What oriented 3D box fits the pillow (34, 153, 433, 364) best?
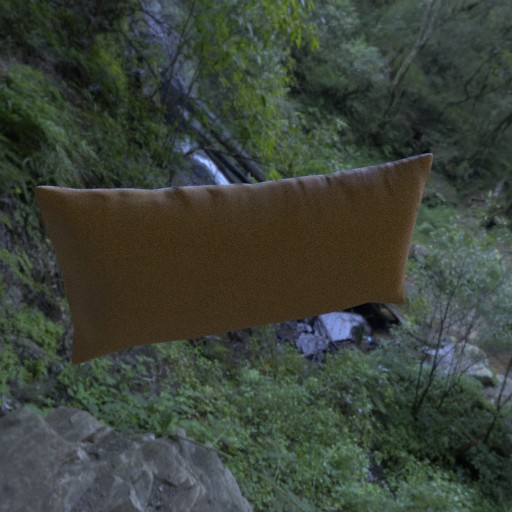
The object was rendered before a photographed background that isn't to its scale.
[{"bbox_3d":[0.000,0.000,0.717,0.608,0.291,0.151,-8,27,-16],"label":"pillow"}]
